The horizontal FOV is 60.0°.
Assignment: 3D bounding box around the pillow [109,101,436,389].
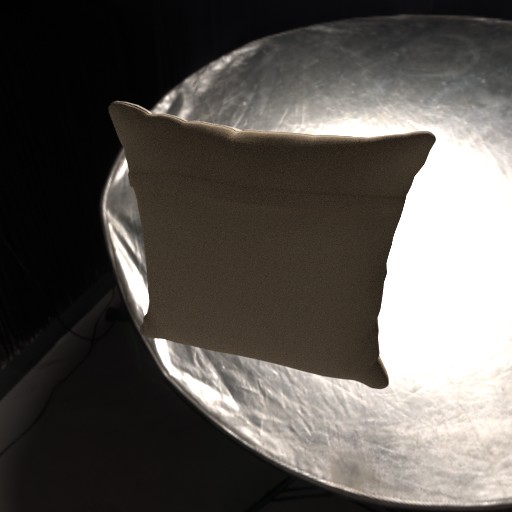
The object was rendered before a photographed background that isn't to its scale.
[{"bbox_3d":[0.000,0.000,0.796,0.536,0.506,0.229,9,33,14],"label":"pillow"}]
